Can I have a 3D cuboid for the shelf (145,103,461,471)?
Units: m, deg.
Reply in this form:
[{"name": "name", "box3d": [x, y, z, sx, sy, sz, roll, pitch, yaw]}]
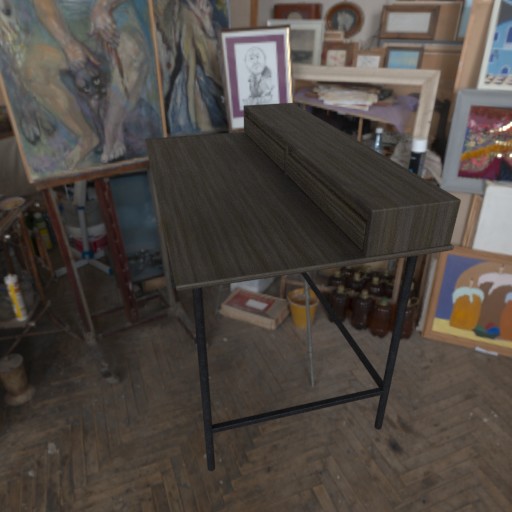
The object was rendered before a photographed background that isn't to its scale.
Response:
[{"name": "shelf", "box3d": [0.000, 0.000, 1.682, 0.685, 0.865, 1.212, -8, 31, -13]}]
